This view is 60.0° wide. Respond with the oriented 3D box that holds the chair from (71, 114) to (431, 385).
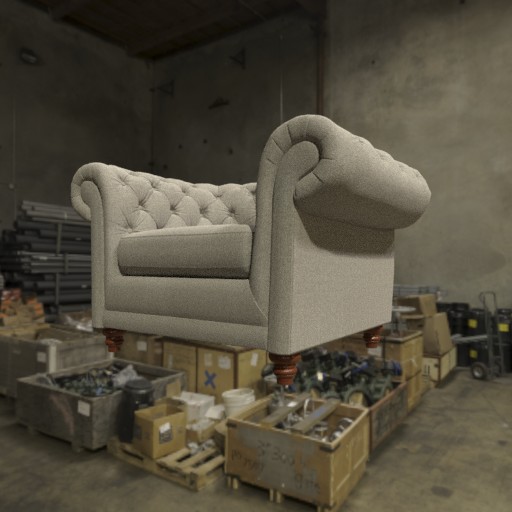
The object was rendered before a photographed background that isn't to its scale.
[{"bbox_3d":[0.000,0.000,1.885,1.270,0.770,0.976,-1,-1,36],"label":"chair"}]
